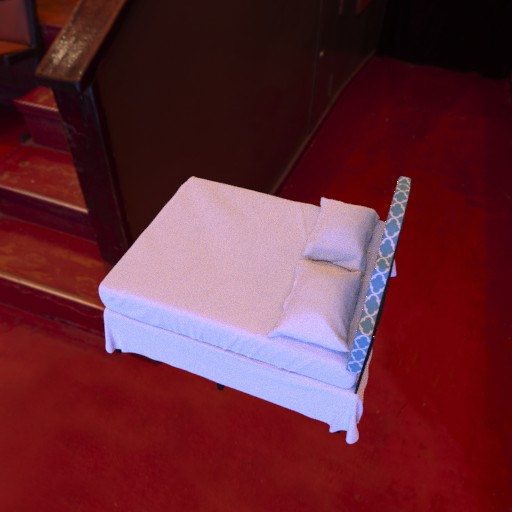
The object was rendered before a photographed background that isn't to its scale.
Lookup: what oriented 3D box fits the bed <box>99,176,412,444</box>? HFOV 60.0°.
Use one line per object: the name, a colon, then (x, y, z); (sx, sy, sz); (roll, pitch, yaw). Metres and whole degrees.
bed: (0.000, 0.000, 3.510); (2.222, 1.633, 1.780); (15, 47, 15)
